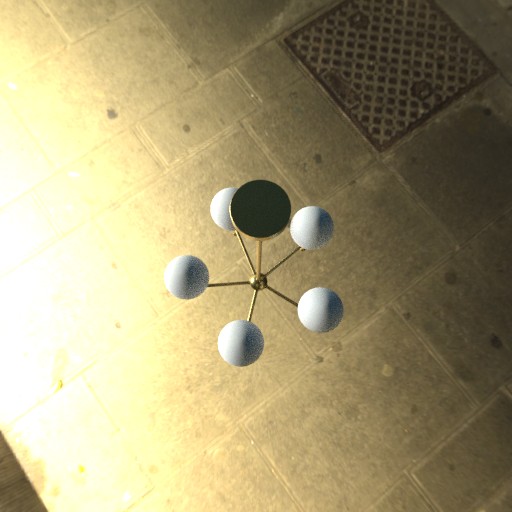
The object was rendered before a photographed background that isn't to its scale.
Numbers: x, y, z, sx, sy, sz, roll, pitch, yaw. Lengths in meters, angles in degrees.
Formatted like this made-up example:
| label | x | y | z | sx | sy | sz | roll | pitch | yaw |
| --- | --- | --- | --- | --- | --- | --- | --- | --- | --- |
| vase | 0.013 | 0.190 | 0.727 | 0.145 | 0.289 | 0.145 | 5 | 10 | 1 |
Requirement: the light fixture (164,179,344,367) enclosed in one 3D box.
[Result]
| label | x | y | z | sx | sy | sz | roll | pitch | yaw |
| --- | --- | --- | --- | --- | --- | --- | --- | --- | --- |
| light fixture | 0.000 | 0.000 | 1.814 | 0.815 | 1.331 | 0.785 | -22 | 78 | -5 |
